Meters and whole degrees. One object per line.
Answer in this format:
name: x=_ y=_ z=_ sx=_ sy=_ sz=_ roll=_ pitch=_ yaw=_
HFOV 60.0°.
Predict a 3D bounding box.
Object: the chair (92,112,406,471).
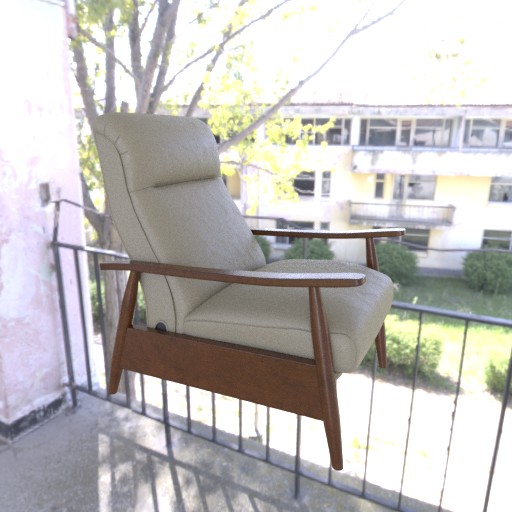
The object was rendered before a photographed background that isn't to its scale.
chair: x=0.000 y=0.000 z=1.747 sx=1.014 sy=1.082 sz=0.762 roll=7 pitch=17 yaw=26
